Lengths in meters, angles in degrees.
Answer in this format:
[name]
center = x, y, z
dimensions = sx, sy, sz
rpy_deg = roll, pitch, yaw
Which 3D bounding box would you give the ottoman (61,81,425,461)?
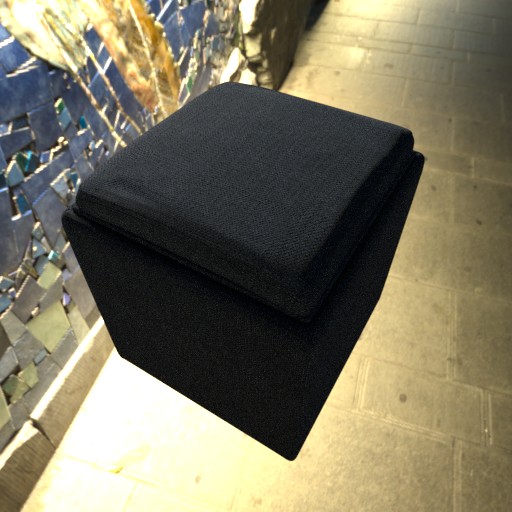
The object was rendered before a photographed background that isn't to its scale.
[ottoman]
center = 0.000, 0.000, 0.850
dimensions = 0.436, 0.493, 0.454
rpy_deg = 24, 51, 21
